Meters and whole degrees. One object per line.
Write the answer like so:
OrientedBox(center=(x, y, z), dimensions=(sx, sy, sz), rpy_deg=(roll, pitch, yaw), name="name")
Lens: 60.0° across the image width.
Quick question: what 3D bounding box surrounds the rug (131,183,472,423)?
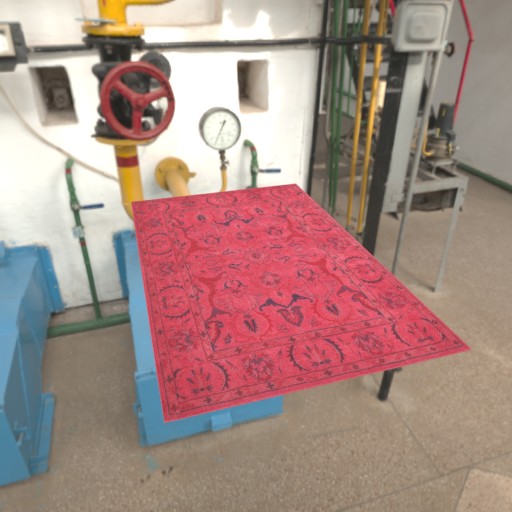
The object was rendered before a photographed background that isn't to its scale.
OrientedBox(center=(0.000, 0.000, 3.038), dimensions=(1.534, 0.010, 2.423), rpy_deg=(-9, 31, -15), name="rug")
